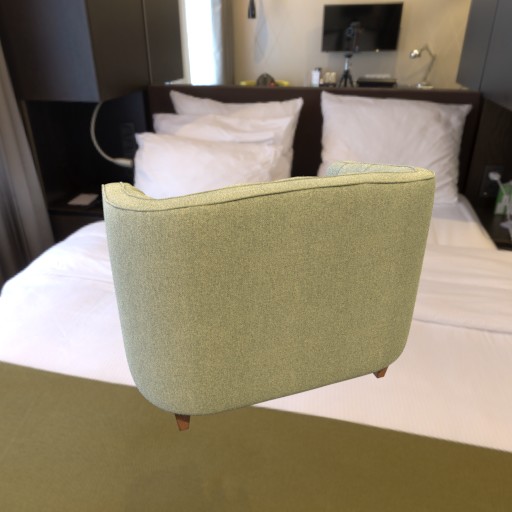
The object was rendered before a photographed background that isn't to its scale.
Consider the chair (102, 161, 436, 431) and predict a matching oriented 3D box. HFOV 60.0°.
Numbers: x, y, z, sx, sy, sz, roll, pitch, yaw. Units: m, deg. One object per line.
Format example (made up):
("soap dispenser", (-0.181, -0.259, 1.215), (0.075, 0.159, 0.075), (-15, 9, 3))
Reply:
("chair", (0.000, 0.000, 1.750), (1.094, 0.852, 0.945), (-9, 28, -17))
